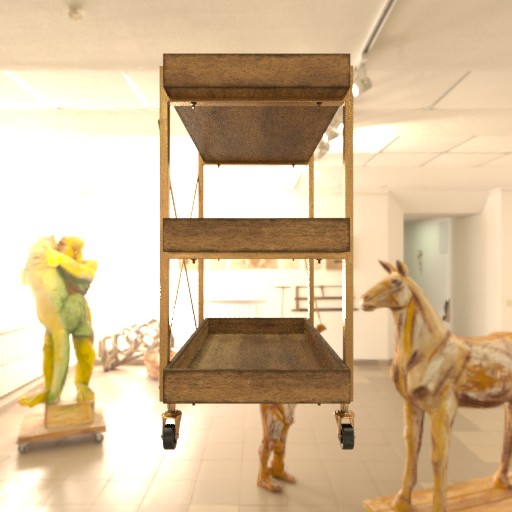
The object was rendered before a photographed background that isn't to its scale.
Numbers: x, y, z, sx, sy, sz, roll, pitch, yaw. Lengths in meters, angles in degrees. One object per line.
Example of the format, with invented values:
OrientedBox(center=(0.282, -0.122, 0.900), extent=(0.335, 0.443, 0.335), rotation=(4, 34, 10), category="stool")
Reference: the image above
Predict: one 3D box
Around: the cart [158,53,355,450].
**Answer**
OrientedBox(center=(0.000, 0.000, 1.248), extent=(0.416, 0.799, 0.750), rotation=(0, 0, 0), category="cart")
